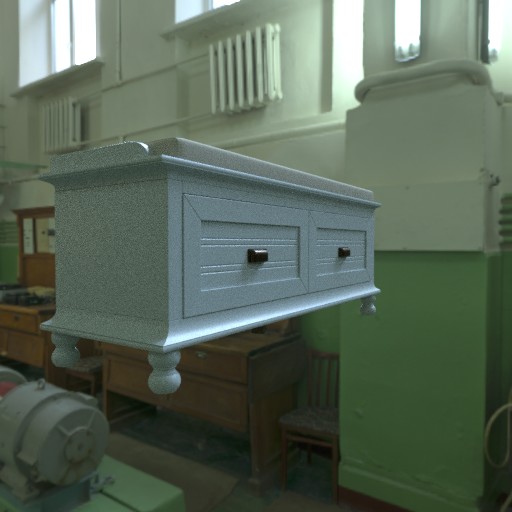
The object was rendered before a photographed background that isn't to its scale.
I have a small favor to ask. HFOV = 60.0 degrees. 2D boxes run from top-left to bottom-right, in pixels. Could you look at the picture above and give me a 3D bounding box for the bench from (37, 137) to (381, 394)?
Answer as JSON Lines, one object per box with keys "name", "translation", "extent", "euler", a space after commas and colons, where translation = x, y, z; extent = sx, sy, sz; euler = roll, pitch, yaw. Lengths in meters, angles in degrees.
{"name": "bench", "translation": [0.000, 0.000, 1.393], "extent": [0.402, 0.486, 1.185], "euler": [1, 2, 34]}
